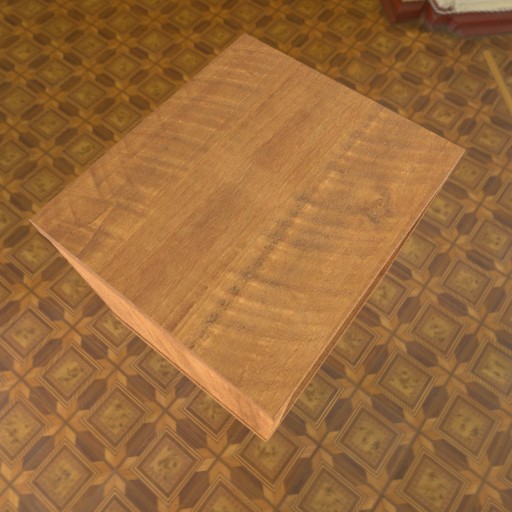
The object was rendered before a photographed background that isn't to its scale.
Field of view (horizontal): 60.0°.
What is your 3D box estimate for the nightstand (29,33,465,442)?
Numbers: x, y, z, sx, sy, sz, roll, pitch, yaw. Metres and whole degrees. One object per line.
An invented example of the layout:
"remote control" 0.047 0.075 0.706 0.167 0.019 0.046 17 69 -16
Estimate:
"nightstand" 0.000 0.000 0.871 0.436 0.491 0.493 35 69 16
